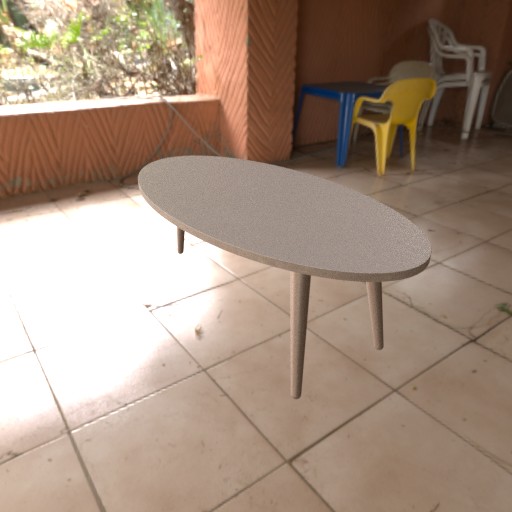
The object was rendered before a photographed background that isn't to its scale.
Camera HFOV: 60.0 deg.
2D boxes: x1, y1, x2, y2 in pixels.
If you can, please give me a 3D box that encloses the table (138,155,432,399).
[{"bbox_3d":[0.000,0.000,1.360,0.542,0.390,1.083,-19,32,-33],"label":"table"}]
